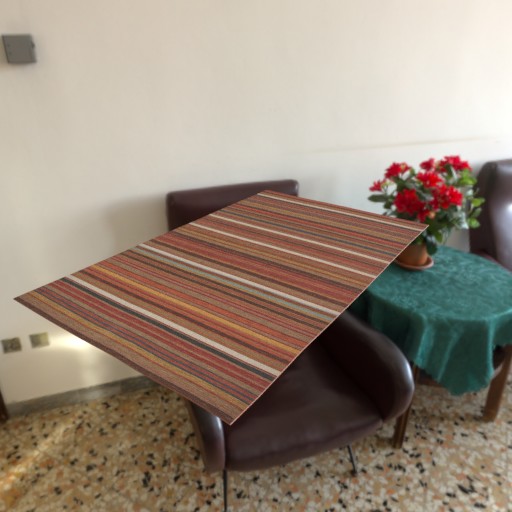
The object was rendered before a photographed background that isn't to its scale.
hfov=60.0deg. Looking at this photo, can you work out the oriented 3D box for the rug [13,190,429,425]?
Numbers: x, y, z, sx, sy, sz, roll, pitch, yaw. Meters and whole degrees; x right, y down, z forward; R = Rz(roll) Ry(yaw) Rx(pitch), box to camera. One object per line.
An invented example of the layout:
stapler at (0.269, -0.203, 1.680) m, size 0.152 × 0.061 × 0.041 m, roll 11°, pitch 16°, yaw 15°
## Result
rug at (0.000, 0.000, 2.915) m, size 1.523 × 0.008 × 2.438 m, roll 18°, pitch 31°, yaw 32°
